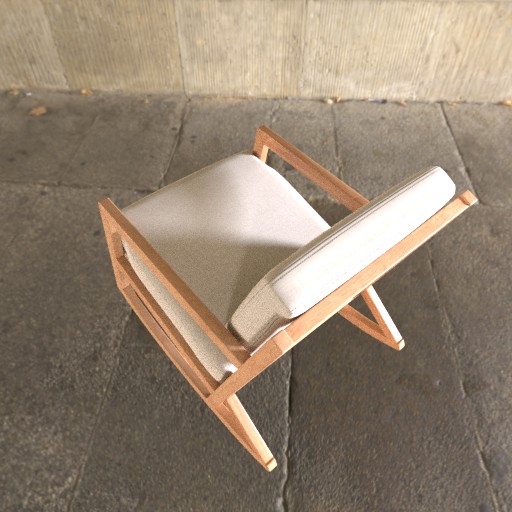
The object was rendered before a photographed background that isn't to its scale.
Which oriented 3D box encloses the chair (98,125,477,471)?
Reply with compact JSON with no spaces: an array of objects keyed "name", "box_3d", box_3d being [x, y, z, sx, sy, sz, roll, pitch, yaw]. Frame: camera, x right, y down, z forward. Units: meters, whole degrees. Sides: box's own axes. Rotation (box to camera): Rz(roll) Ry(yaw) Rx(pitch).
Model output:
[{"name":"chair","box_3d":[0.000,0.000,1.349,0.622,0.790,0.857,-32,55,-26]}]
